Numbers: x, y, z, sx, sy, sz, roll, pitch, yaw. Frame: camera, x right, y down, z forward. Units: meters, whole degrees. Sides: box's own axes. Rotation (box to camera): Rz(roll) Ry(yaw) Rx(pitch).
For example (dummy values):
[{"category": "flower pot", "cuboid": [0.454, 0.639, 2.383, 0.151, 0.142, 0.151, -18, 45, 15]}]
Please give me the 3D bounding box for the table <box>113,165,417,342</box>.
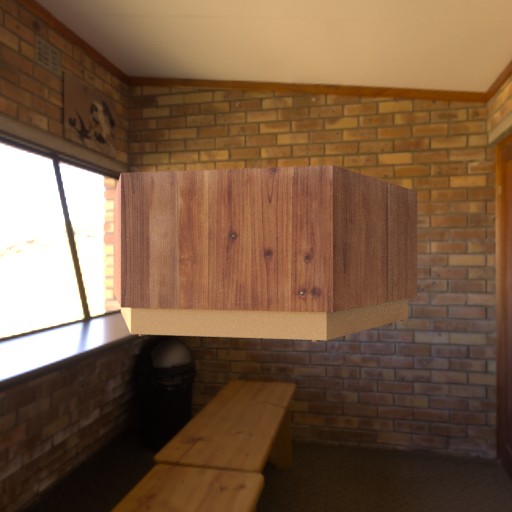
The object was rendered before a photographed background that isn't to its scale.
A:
[{"category": "table", "cuboid": [0.000, 0.000, 1.664, 1.000, 0.456, 1.154, 0, 0, -20]}]
